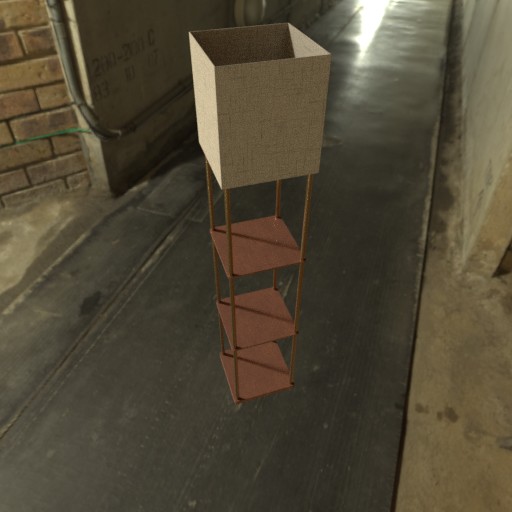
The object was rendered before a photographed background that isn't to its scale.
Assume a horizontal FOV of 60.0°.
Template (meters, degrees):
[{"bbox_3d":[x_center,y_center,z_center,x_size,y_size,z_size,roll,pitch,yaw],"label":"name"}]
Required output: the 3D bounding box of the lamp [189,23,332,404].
[{"bbox_3d":[0.000,0.000,1.735,0.310,1.569,0.308,-12,43,-13],"label":"lamp"}]
